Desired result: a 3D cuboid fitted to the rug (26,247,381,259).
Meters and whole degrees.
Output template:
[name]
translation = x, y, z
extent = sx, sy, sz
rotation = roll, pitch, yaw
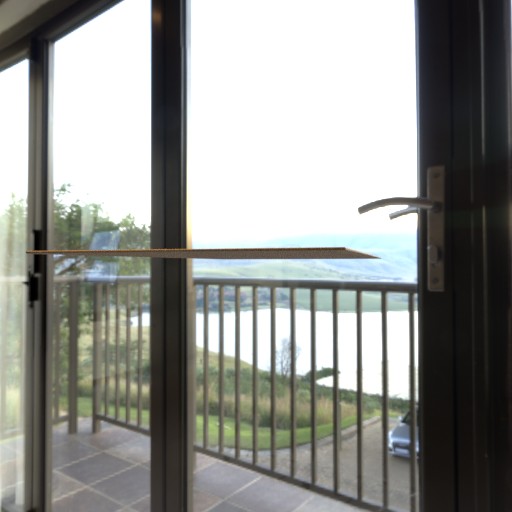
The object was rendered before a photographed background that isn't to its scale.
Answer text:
[rug]
translation = 0.000, 0.000, 3.032
extent = 1.531, 0.014, 2.441
rotation = 0, -1, 19
